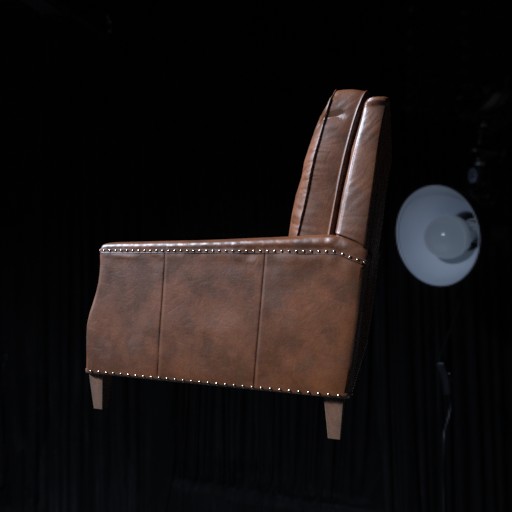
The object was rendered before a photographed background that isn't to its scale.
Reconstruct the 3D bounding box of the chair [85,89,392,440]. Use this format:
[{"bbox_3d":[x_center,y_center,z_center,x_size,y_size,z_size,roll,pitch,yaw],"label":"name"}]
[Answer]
[{"bbox_3d":[0.000,0.000,1.775,1.035,1.054,0.854,0,1,17],"label":"chair"}]
